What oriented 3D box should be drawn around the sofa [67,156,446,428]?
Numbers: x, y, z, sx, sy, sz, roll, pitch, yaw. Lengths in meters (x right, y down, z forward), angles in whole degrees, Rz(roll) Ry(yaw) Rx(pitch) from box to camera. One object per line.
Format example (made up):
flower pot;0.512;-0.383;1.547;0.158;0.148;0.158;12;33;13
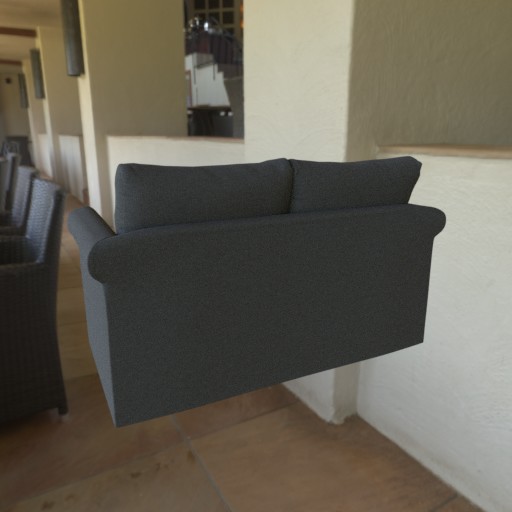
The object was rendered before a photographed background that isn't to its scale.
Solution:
sofa;0.000;0.000;1.951;1.460;0.872;0.741;-8;17;-26
